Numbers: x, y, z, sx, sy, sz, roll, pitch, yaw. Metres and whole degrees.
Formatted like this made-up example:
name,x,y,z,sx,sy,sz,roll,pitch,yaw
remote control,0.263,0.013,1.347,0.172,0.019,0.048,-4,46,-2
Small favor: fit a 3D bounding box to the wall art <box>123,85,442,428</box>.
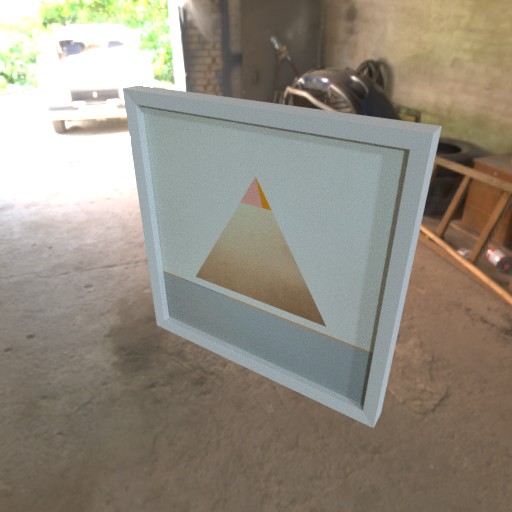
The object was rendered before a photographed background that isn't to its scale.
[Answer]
name,x,y,z,sx,sy,sz,roll,pitch,yaw
wall art,0.000,0.000,1.949,1.289,1.291,0.098,18,35,28
